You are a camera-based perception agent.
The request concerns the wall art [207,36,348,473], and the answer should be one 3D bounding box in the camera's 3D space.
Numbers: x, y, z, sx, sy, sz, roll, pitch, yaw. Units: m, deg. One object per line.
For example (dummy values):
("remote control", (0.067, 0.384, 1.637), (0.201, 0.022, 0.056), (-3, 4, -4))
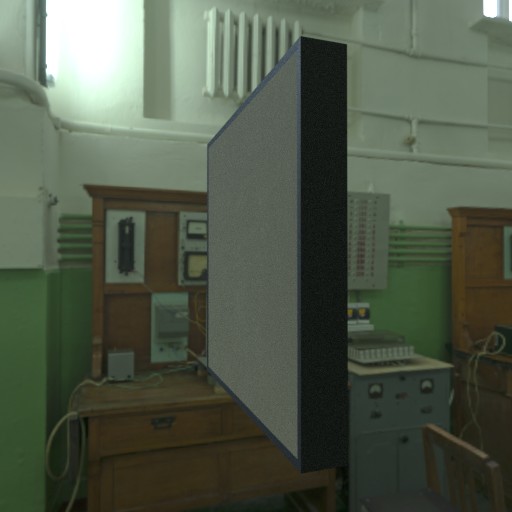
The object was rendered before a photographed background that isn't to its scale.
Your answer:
("wall art", (0.000, 0.000, 0.453), (0.036, 0.300, 0.302), (0, -1, -19))
